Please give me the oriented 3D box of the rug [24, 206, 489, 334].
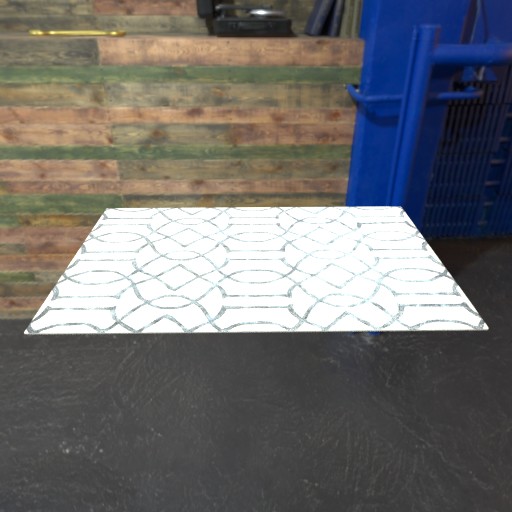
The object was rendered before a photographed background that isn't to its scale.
[{"bbox_3d":[0.000,0.000,2.902,2.365,0.017,1.521,0,30,-1],"label":"rug"}]
